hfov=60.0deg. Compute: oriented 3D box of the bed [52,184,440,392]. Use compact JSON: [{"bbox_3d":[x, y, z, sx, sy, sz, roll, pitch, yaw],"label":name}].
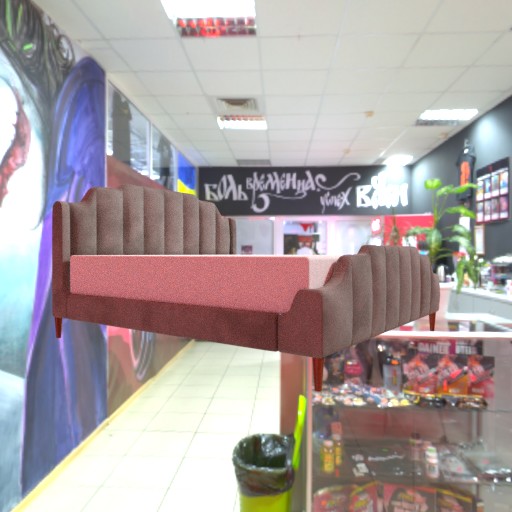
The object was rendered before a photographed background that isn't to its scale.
[{"bbox_3d":[0.000,0.000,3.514,2.340,1.245,2.074,0,0,36],"label":"bed"}]
